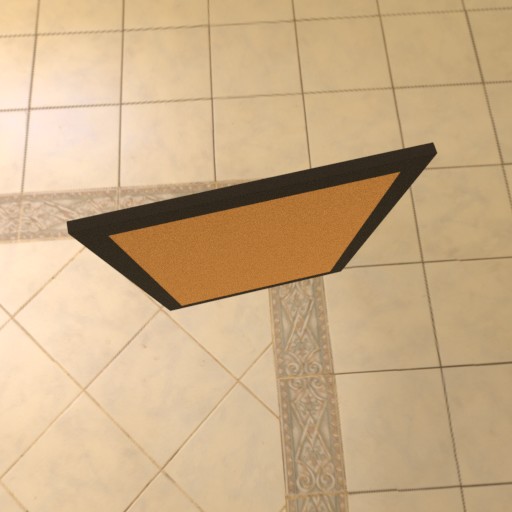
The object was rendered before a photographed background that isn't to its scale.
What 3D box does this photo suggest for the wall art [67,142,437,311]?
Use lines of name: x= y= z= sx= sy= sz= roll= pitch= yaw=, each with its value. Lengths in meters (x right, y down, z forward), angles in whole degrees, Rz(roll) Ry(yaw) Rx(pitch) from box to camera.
wall art: x=0.000 y=0.000 z=0.703 sx=0.380 sy=0.534 sz=0.013 roll=-13 pitch=75 yaw=-3
